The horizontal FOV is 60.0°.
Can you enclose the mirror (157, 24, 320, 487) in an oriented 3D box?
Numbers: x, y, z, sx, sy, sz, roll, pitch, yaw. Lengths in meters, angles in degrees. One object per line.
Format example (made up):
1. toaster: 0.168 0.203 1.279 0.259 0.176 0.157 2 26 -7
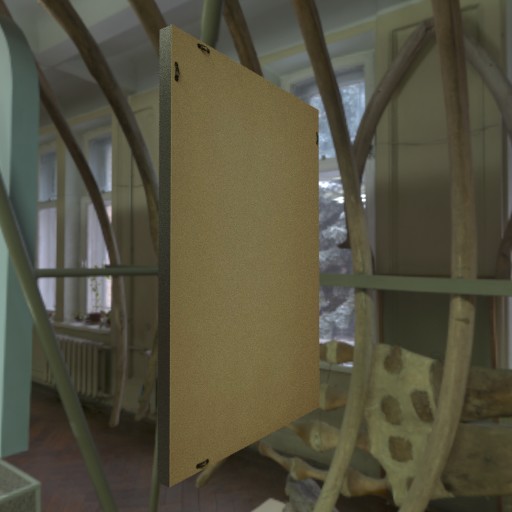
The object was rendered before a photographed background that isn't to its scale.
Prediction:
1. mirror: 0.000 0.000 1.128 0.041 0.915 0.609 -1 -2 37
